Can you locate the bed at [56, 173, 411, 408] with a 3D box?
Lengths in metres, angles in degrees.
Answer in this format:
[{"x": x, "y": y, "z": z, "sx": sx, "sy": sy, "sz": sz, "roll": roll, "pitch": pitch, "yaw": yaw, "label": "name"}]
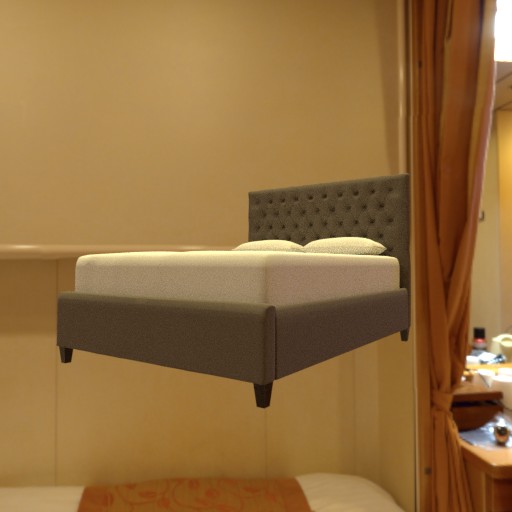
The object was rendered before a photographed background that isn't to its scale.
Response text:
[{"x": 0.000, "y": 0.000, "z": 3.363, "sx": 1.696, "sy": 1.426, "sz": 2.233, "roll": -1, "pitch": -1, "yaw": 35, "label": "bed"}]
